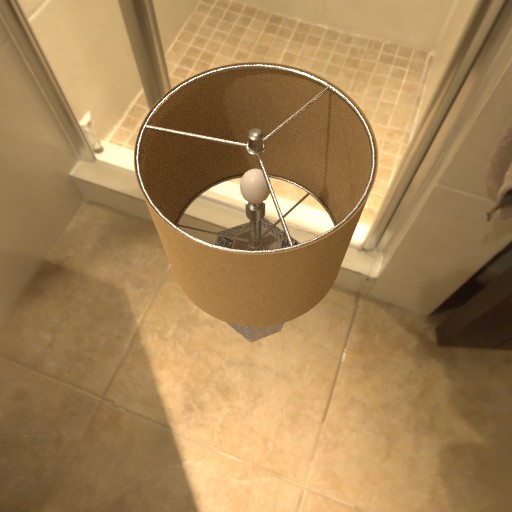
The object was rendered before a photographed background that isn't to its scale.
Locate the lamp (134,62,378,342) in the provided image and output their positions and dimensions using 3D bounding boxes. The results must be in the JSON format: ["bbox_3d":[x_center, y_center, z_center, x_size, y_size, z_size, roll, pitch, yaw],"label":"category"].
[{"bbox_3d":[0.000,0.000,0.869,0.320,0.682,0.320,-15,64,-7],"label":"lamp"}]
